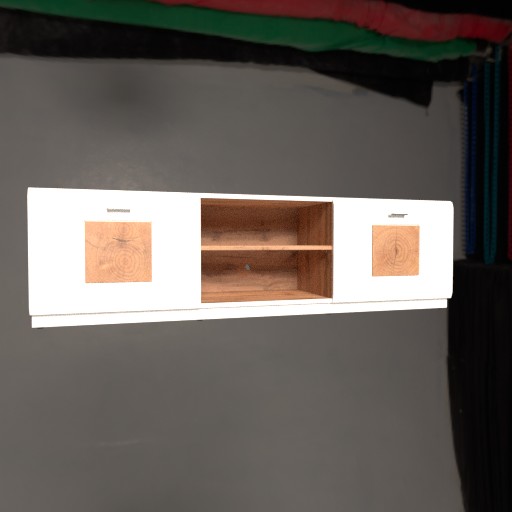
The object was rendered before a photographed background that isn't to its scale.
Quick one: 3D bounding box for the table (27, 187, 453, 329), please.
[{"bbox_3d":[0.000,0.000,1.739,1.550,0.440,0.400,0,2,-16],"label":"table"}]
